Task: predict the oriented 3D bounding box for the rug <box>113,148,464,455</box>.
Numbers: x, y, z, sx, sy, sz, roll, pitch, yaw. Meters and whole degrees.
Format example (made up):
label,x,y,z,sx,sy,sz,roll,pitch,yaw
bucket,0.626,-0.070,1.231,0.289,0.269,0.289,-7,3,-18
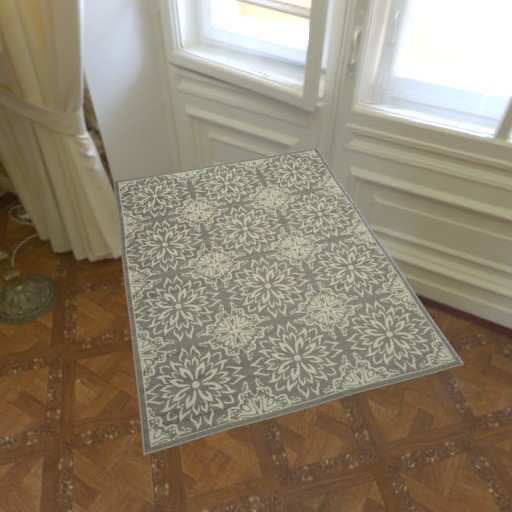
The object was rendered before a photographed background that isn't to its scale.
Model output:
label,x,y,z,sx,sy,sz,roll,pitch,yaw
rug,0.000,0.000,4.051,2.363,0.012,2.980,-12,48,-11
